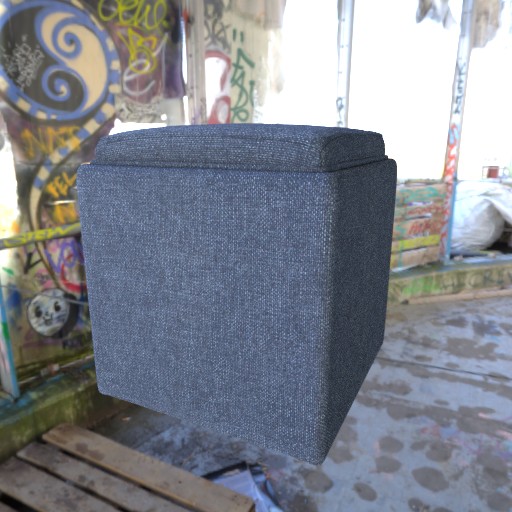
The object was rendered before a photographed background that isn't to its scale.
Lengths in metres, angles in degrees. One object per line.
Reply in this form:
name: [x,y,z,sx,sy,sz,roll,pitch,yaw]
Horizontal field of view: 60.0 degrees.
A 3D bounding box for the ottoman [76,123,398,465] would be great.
ottoman: [0.000,0.000,0.858,0.436,0.493,0.454,7,17,26]
